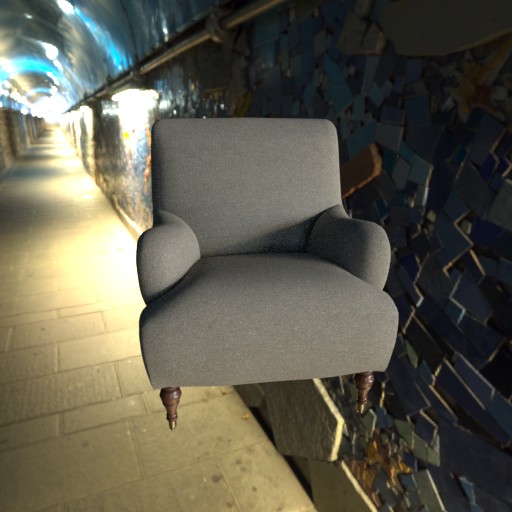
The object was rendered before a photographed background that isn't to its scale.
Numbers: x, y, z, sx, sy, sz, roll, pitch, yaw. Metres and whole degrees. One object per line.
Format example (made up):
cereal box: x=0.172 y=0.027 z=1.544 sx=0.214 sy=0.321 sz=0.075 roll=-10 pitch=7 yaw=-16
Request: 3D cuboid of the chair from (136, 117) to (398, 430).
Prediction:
chair: x=0.000 y=0.000 z=1.583 sx=0.766 sy=0.942 sz=0.843 roll=-2 pitch=18 yaw=-8
